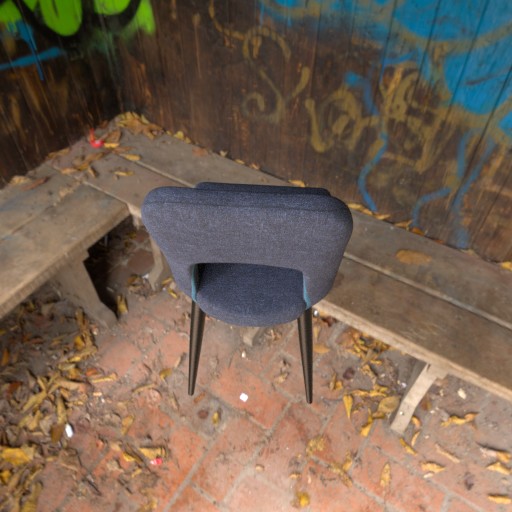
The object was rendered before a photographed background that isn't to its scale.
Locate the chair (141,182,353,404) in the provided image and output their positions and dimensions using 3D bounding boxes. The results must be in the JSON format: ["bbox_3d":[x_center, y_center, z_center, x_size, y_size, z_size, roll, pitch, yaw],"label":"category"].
[{"bbox_3d":[0.000,0.000,1.296,0.470,0.931,0.612,3,48,3],"label":"chair"}]
